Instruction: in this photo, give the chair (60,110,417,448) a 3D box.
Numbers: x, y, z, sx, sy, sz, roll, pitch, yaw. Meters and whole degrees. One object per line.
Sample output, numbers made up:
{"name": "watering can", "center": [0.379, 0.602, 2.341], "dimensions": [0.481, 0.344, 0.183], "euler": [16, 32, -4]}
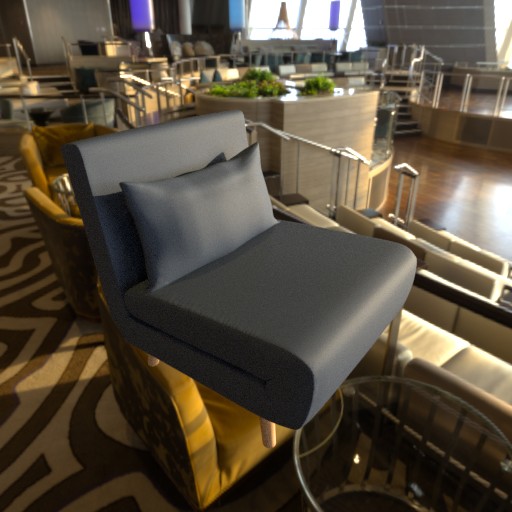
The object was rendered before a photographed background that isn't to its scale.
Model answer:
{"name": "chair", "center": [0.000, 0.000, 1.503], "dimensions": [0.900, 0.808, 0.770], "euler": [19, 32, 32]}
